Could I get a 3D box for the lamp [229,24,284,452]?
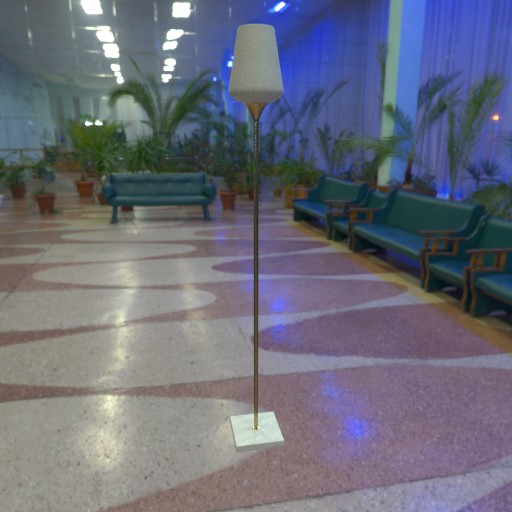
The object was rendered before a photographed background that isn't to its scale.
[{"bbox_3d":[0.000,0.000,1.942,0.229,1.813,0.232,-3,16,-10],"label":"lamp"}]
